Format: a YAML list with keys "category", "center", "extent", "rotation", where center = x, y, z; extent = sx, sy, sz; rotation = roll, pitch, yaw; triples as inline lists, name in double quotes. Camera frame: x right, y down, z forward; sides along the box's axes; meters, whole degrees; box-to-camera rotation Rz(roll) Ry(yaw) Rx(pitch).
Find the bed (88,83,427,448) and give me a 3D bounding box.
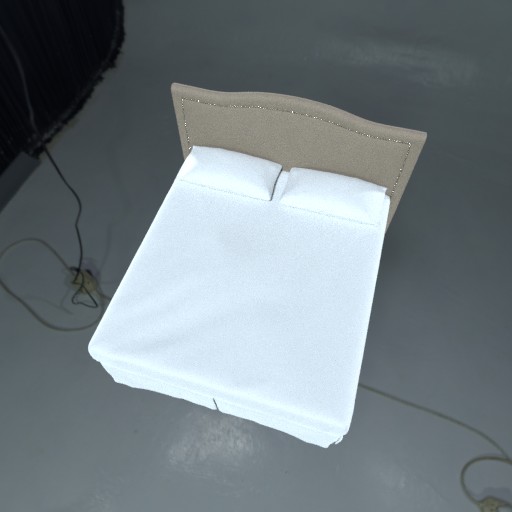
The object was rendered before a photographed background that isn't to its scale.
- category: "bed"
  center: [0.000, 0.000, 3.495]
  extent: [2.083, 1.421, 2.182]
  rotation: [14, 59, 9]
